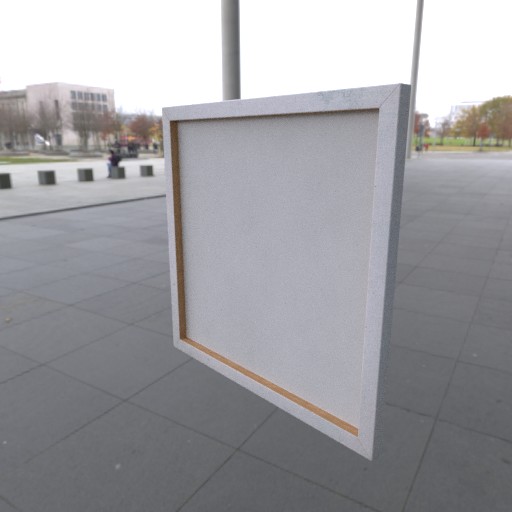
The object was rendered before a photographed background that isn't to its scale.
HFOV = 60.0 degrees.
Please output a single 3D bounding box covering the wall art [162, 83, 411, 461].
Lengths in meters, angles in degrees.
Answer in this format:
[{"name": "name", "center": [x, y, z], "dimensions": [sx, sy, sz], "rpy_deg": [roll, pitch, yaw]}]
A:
[{"name": "wall art", "center": [0.000, 0.000, 1.134], "dimensions": [0.038, 0.762, 0.762], "rpy_deg": [-13, 20, -42]}]
